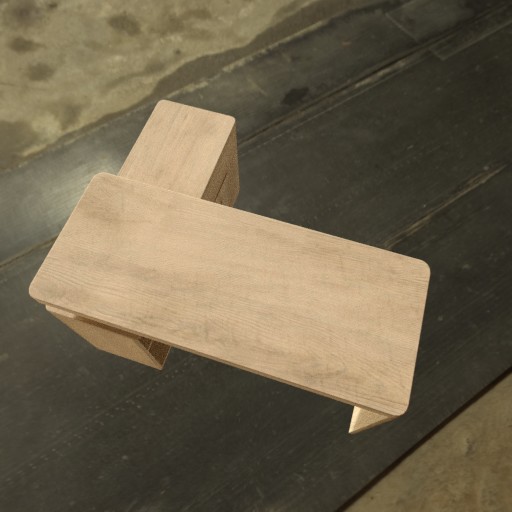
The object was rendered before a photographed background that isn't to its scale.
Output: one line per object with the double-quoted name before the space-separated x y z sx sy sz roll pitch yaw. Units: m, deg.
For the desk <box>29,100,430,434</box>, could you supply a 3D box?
"desk" 0.000 0.000 2.112 1.400 0.770 1.175 16 65 8
